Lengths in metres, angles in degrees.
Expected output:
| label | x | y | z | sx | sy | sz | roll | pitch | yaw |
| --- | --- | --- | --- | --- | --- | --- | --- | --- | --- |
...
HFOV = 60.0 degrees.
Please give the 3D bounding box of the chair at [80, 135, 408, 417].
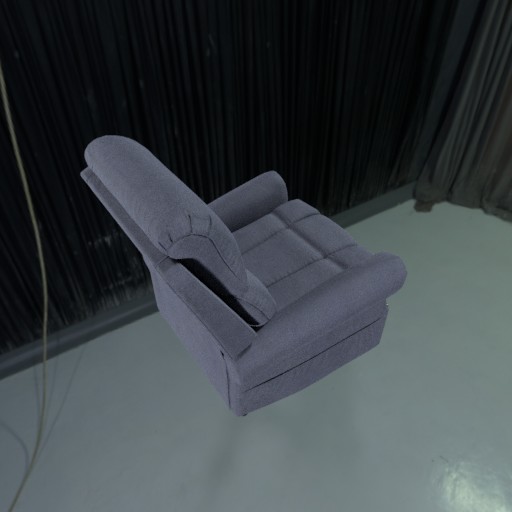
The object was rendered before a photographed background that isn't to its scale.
| label | x | y | z | sx | sy | sz | roll | pitch | yaw |
| --- | --- | --- | --- | --- | --- | --- | --- | --- | --- |
| chair | 0.000 | 0.000 | 1.734 | 0.979 | 1.031 | 0.871 | -25 | 46 | -26 |
